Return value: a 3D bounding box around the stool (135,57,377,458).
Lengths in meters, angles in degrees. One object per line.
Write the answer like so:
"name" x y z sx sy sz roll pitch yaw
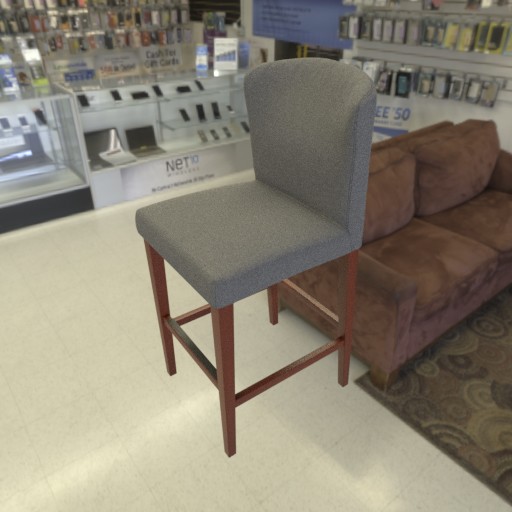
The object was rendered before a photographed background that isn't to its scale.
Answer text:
"stool" 0.000 0.000 1.363 0.568 1.069 0.481 -21 38 -29
